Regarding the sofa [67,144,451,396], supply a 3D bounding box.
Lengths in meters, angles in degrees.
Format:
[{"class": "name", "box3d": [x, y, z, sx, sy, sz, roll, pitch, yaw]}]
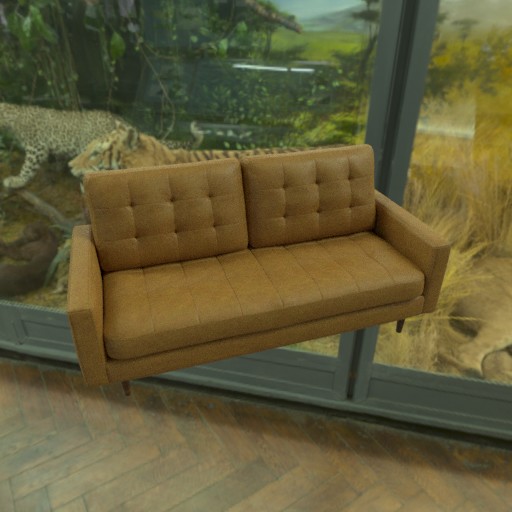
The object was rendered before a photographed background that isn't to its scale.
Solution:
[{"class": "sofa", "box3d": [0.000, 0.000, 2.331, 1.821, 0.898, 0.850, -9, 32, -15]}]
